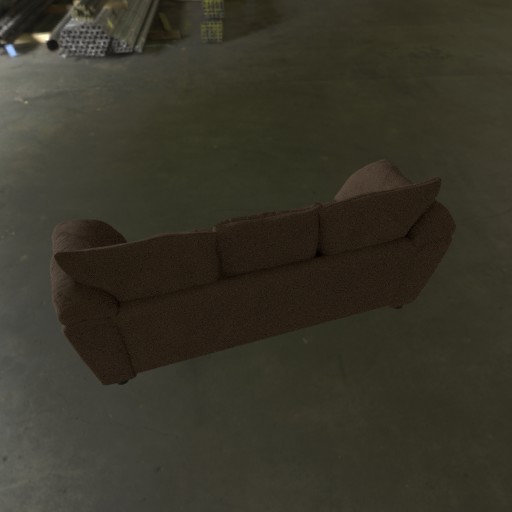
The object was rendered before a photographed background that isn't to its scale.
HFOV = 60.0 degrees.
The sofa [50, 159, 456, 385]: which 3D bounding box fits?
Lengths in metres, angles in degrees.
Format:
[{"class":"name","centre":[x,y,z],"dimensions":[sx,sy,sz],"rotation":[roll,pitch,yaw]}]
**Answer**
[{"class":"sofa","centre":[0.000,0.000,2.819],"dimensions":[2.336,1.015,0.878],"rotation":[-13,43,-14]}]
